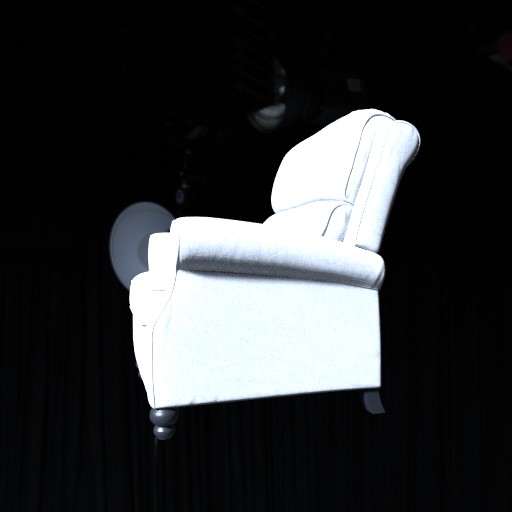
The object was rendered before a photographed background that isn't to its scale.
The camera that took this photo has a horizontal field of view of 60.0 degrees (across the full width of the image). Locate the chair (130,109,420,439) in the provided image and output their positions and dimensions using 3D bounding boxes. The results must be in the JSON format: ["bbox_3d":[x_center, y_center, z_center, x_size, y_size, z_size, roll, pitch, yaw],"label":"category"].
[{"bbox_3d":[0.000,0.000,1.715,0.919,1.046,0.859,0,-1,-18],"label":"chair"}]
